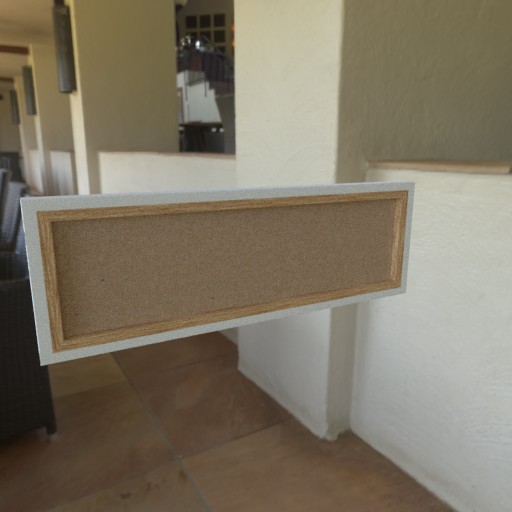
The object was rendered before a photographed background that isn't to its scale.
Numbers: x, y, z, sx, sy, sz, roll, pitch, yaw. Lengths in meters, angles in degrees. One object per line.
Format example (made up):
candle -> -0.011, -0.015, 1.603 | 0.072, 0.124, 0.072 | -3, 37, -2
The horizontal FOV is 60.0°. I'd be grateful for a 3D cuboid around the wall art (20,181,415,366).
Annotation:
wall art -> 0.000, 0.000, 0.838 | 0.763, 0.255, 0.038 | -7, 15, -27
